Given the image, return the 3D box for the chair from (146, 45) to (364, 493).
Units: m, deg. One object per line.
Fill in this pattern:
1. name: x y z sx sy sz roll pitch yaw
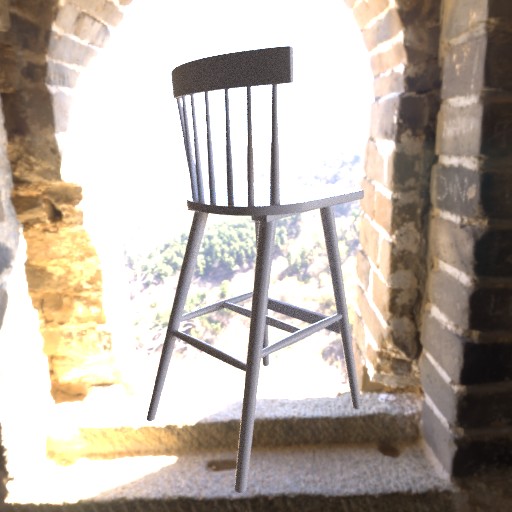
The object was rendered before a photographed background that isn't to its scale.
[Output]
1. chair: 0.000 0.000 1.366 0.572 1.092 0.483 -13 18 -43
